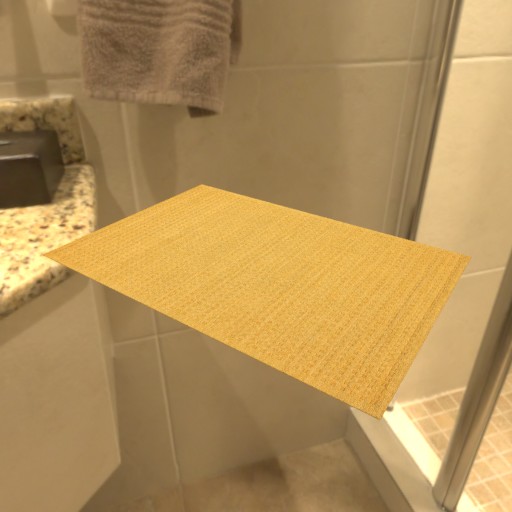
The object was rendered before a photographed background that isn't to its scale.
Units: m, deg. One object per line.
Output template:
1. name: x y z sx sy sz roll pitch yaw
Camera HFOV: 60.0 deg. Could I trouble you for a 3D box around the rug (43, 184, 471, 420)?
1. rug: 0.000 0.000 3.627 2.895 0.006 1.981 19 35 30
